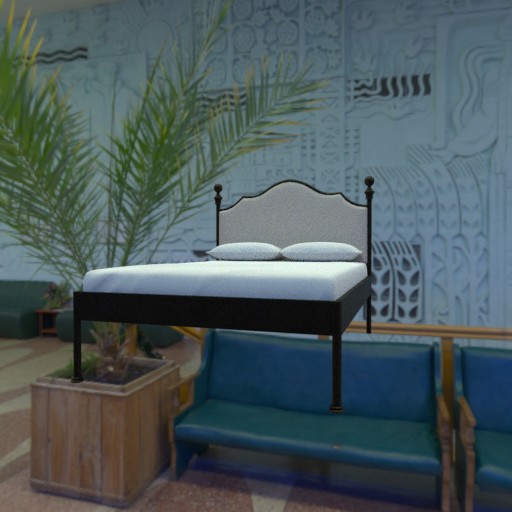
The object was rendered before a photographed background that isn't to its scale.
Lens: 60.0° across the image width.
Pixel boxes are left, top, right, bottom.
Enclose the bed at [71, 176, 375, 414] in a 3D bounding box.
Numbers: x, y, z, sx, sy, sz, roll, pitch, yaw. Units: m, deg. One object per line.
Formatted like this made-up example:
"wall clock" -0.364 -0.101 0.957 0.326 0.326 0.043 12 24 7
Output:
"bed" 0.000 0.000 3.429 1.642 1.499 2.224 0 1 18
